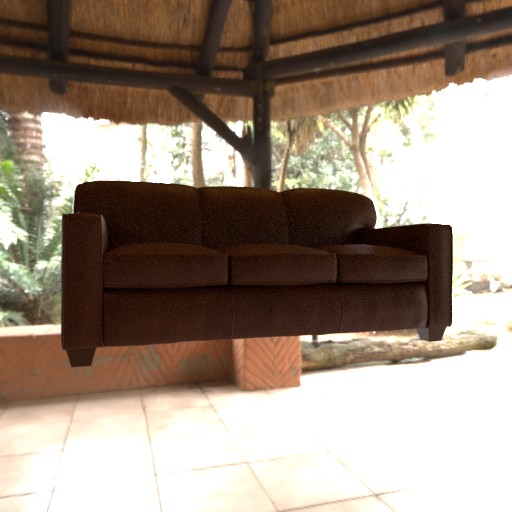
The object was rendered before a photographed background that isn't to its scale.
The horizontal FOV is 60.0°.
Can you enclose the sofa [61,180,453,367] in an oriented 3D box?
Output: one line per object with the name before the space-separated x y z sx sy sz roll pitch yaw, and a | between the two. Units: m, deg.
sofa | 0.000 0.000 2.584 2.039 0.953 1.008 0 0 -18
